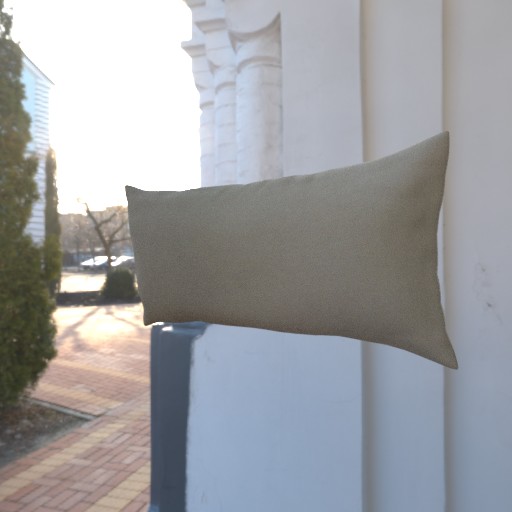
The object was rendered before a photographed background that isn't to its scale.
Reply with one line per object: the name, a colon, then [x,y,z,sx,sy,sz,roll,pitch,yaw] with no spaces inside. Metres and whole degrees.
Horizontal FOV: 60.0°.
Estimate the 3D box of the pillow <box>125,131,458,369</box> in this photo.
pillow: [0.000,0.000,0.725,0.608,0.292,0.156,0,-1,36]
